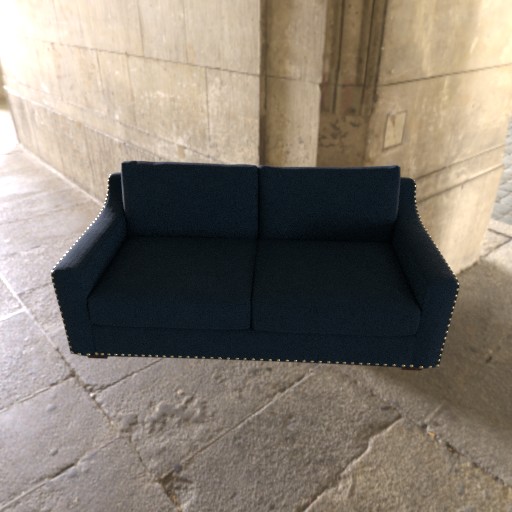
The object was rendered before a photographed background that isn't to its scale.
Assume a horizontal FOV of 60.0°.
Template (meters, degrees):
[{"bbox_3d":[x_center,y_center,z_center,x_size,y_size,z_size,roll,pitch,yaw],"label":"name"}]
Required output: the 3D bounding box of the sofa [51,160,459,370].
[{"bbox_3d":[0.000,0.000,2.771,2.107,0.983,1.104,2,30,3],"label":"sofa"}]
